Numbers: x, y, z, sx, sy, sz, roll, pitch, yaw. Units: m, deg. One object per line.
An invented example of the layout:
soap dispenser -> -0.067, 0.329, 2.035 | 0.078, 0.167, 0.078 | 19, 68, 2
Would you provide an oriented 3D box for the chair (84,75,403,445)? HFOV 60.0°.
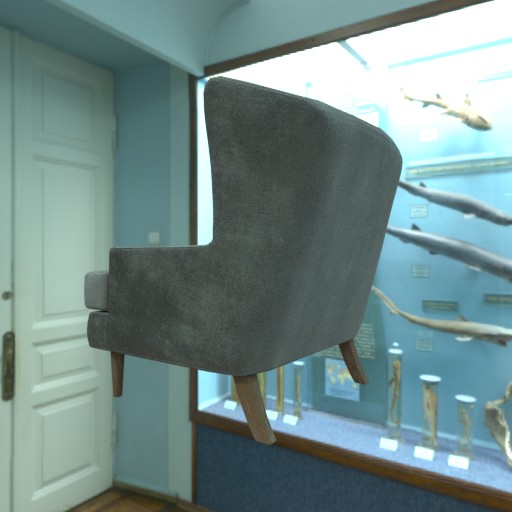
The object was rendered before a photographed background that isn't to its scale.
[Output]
chair -> 0.000, 0.000, 1.553 | 0.906, 0.950, 0.784 | 0, 0, 36
